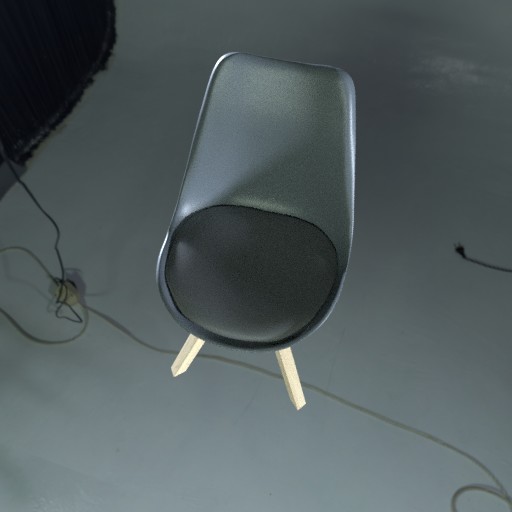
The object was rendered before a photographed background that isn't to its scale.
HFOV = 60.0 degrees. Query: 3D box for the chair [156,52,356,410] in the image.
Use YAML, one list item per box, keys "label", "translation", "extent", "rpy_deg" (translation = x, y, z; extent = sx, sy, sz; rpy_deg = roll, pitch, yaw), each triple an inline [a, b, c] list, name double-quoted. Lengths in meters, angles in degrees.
- label: "chair"
  translation: [0.000, 0.000, 1.207]
  extent: [0.485, 0.850, 0.550]
  rpy_deg: [13, 58, 8]
